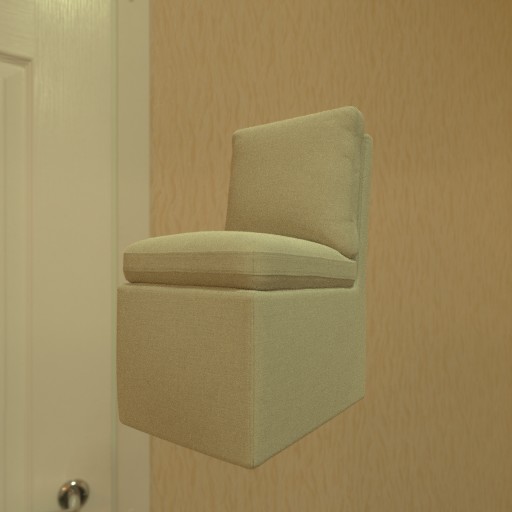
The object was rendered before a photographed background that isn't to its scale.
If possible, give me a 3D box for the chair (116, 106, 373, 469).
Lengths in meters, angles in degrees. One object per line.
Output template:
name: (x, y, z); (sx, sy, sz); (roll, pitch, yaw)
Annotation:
chair: (0.000, 0.000, 1.346); (0.503, 0.927, 0.698); (0, 0, 37)
